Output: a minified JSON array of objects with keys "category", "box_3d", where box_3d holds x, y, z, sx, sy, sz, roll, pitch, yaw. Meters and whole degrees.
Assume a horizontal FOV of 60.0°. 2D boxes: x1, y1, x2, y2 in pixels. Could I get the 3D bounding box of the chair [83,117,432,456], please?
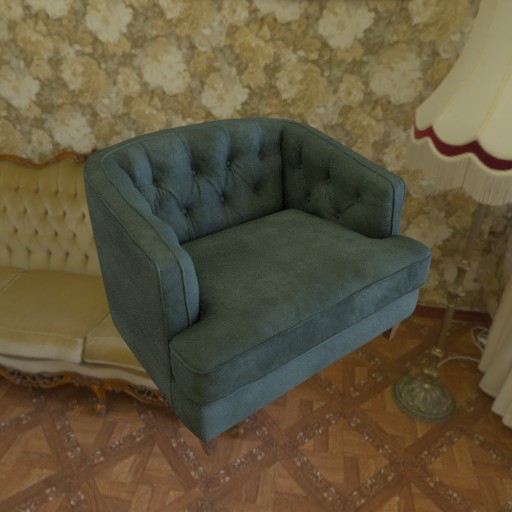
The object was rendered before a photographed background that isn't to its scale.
[{"category":"chair","box_3d":[0.000,0.000,1.760,1.104,0.852,0.941,-21,37,-32]}]
